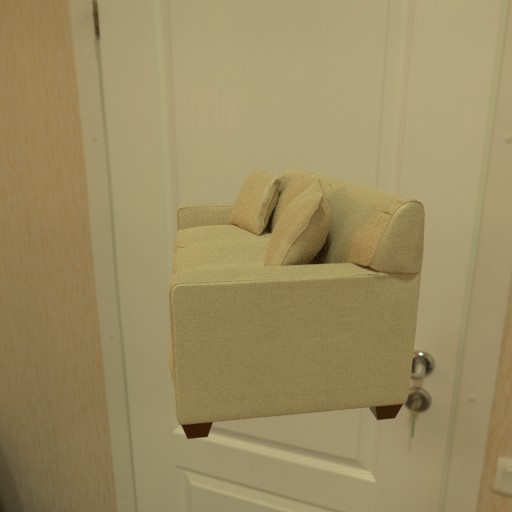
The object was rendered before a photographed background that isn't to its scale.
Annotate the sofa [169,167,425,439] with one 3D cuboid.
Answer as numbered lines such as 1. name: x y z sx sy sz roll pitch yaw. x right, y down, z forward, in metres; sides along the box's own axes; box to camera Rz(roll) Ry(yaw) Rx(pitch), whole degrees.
1. sofa: 0.000 0.000 2.604 0.997 0.958 2.024 -2 15 -9
